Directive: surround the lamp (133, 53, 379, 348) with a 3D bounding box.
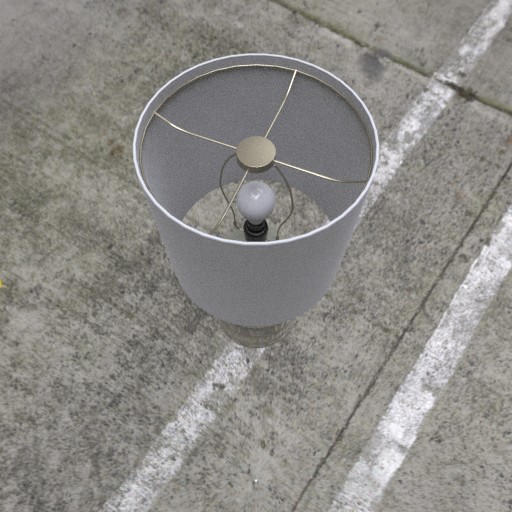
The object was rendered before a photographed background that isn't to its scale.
[{"bbox_3d":[0.000,0.000,0.585,0.211,0.455,0.211,33,68,16],"label":"lamp"}]
